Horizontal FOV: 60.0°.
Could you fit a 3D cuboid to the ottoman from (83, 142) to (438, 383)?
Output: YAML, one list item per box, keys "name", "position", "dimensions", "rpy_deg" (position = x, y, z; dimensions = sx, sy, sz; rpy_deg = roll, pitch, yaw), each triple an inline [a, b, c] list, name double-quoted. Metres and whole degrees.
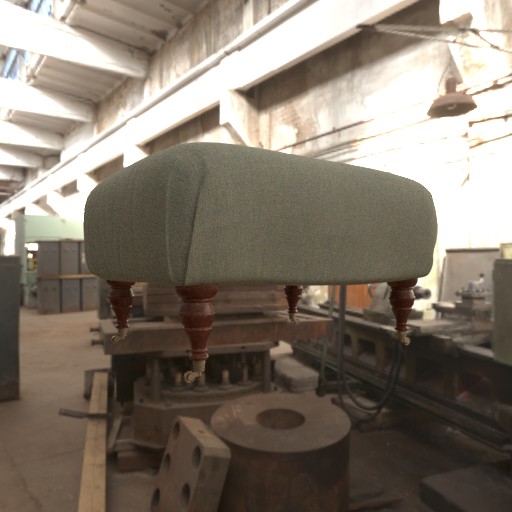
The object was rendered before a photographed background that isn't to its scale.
- name: "ottoman"
  position: [0.000, 0.000, 1.135]
  dimensions: [0.747, 0.450, 0.622]
  rpy_deg: [0, 0, -34]
